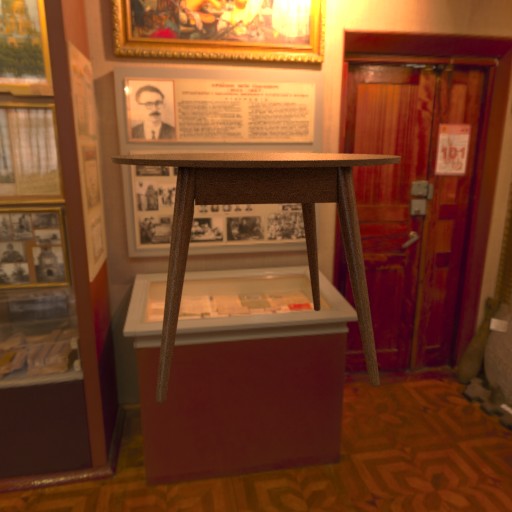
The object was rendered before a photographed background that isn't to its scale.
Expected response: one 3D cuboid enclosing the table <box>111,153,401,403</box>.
[{"bbox_3d":[0.000,0.000,1.779,1.053,0.786,1.053,0,14,0],"label":"table"}]
